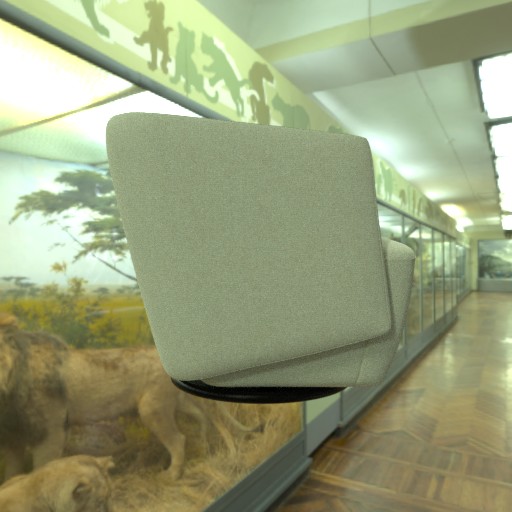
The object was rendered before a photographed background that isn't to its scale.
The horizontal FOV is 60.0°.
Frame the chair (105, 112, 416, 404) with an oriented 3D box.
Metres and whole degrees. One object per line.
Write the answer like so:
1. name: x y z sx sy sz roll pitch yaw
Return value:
1. chair: 0.000 0.000 1.586 0.986 0.861 0.822 0 -1 -1
